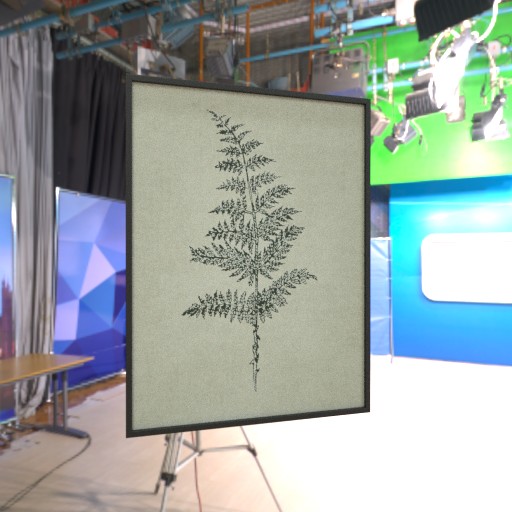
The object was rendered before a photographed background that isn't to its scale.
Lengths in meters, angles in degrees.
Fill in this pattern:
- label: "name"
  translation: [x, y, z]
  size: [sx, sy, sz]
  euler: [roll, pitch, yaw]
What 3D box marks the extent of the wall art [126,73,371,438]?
- label: "wall art"
  translation: [0.000, 0.000, 1.423]
  size: [0.802, 1.070, 0.036]
  euler: [0, 0, -15]
